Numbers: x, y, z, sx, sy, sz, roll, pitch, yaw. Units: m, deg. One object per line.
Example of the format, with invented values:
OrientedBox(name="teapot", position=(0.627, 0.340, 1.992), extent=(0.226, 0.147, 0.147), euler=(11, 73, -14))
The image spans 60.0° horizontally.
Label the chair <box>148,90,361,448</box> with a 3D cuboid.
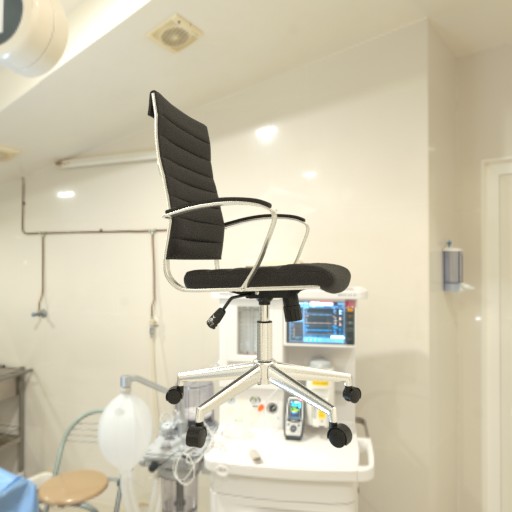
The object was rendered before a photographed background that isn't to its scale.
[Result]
OrientedBox(name="chair", position=(0.000, 0.000, 1.645), extent=(0.739, 1.149, 0.766), euler=(0, -1, 18))
